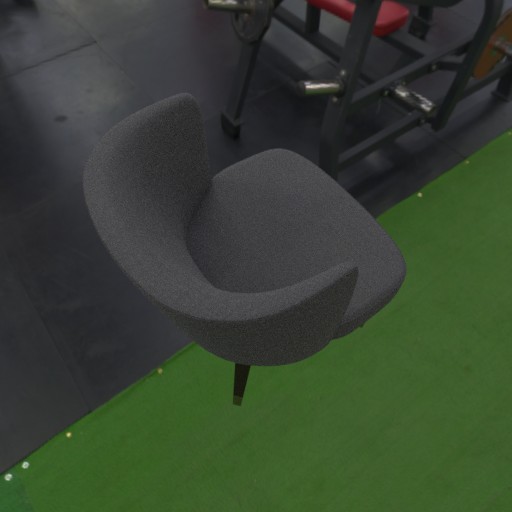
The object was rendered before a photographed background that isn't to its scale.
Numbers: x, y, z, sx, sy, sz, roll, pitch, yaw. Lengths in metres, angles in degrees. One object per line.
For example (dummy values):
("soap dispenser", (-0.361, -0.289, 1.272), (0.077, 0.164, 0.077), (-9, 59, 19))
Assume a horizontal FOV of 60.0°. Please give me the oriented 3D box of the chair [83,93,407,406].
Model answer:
("chair", (0.000, 0.000, 1.233), (0.698, 0.695, 0.639), (-30, 62, -18))
